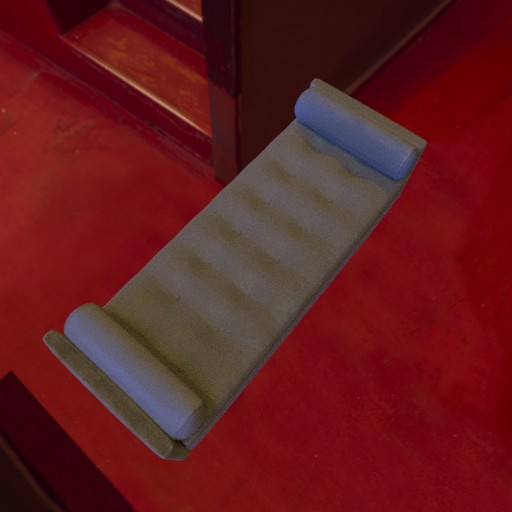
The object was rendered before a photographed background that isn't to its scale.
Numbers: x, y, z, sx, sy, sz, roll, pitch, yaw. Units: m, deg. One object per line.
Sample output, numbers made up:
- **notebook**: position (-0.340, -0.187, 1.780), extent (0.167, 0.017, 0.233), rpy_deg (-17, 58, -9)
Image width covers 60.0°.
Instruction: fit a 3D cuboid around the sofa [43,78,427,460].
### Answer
- **sofa**: position (0.000, 0.000, 2.477), extent (0.796, 0.705, 2.102), rpy_deg (37, 70, 16)
